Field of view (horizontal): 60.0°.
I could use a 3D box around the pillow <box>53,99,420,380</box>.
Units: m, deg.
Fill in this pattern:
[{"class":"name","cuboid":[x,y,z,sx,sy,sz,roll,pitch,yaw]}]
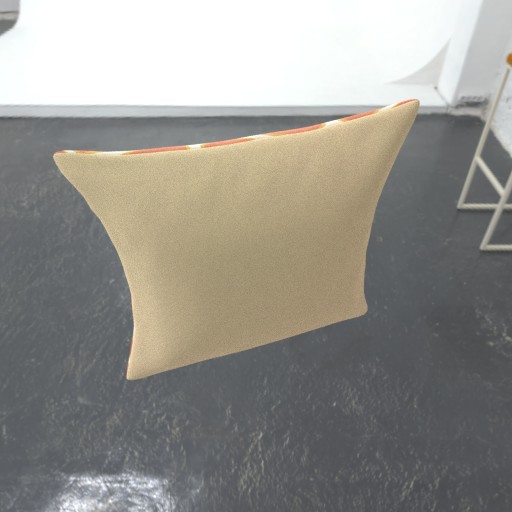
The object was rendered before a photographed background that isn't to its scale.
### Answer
[{"class":"pillow","cuboid":[0.000,0.000,0.801,0.552,0.508,0.166,-13,42,-15]}]
